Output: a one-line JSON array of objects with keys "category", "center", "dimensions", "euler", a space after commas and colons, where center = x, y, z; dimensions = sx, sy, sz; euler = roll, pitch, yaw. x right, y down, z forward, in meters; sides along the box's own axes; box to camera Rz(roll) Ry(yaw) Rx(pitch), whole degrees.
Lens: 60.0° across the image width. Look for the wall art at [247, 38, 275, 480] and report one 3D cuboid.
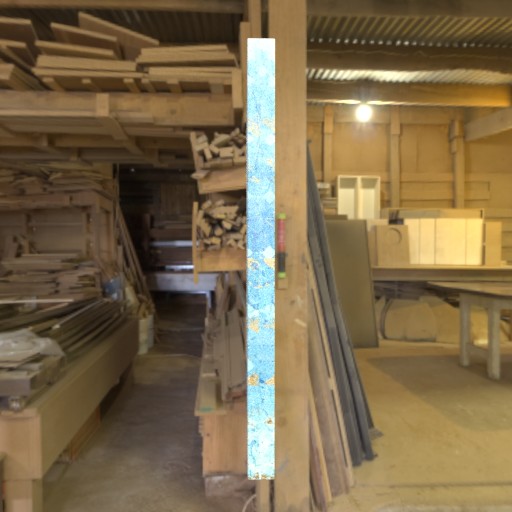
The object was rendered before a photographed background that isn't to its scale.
[{"category": "wall art", "center": [0.000, 0.000, 0.915], "dimensions": [0.040, 0.609, 0.609], "euler": [0, 2, -1]}]
